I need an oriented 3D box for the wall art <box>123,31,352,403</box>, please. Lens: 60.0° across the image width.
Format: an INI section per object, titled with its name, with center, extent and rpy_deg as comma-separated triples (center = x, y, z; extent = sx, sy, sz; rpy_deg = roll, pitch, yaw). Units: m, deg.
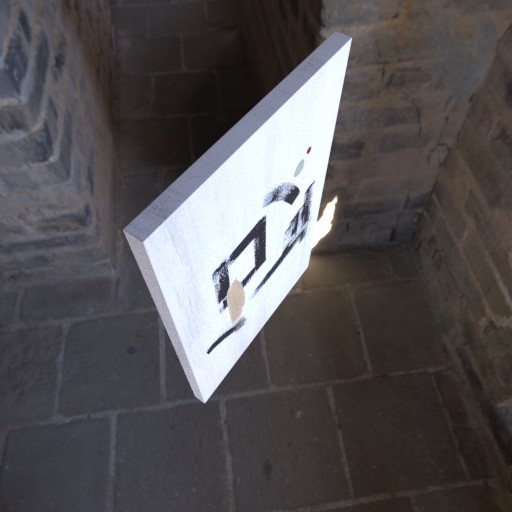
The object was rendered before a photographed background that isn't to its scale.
[wall art]
center = 0.000, 0.000, 1.167
extent = 0.043, 0.914, 0.624
rpy_deg = 31, 63, 18
